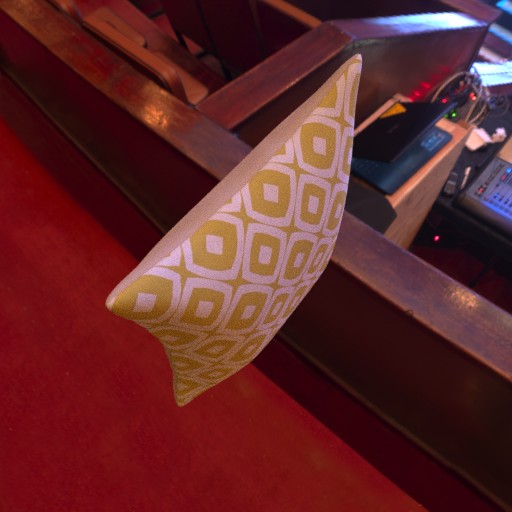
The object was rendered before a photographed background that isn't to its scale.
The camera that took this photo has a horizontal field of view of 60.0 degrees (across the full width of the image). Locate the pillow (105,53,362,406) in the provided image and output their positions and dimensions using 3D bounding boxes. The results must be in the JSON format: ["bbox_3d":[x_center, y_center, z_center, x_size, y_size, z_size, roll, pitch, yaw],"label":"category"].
[{"bbox_3d":[0.000,0.000,0.762,0.188,0.494,0.504,33,65,18],"label":"pillow"}]
